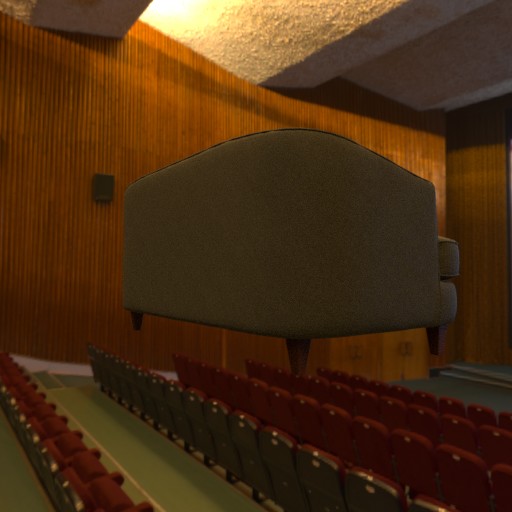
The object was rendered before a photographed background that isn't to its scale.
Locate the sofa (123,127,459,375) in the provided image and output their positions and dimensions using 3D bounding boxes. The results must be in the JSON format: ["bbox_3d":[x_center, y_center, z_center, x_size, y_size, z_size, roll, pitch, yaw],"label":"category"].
[{"bbox_3d":[0.000,0.000,2.291,0.941,0.855,1.733,2,-3,-37],"label":"sofa"}]
